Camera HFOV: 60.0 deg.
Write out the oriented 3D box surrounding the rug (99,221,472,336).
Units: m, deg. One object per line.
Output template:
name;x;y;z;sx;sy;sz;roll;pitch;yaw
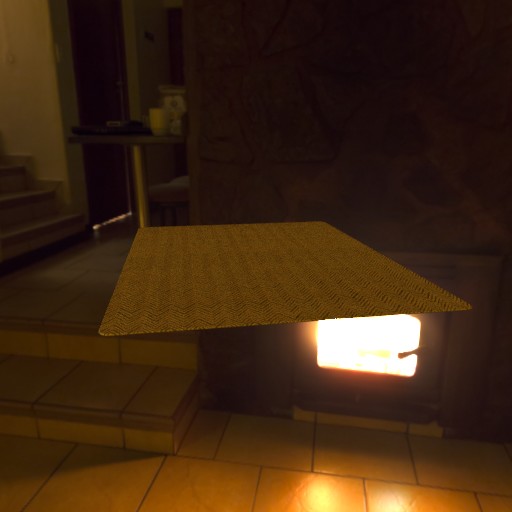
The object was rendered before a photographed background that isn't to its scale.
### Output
rug;0.000;0.000;4.296;2.439;0.014;3.207;-3;15;-10
